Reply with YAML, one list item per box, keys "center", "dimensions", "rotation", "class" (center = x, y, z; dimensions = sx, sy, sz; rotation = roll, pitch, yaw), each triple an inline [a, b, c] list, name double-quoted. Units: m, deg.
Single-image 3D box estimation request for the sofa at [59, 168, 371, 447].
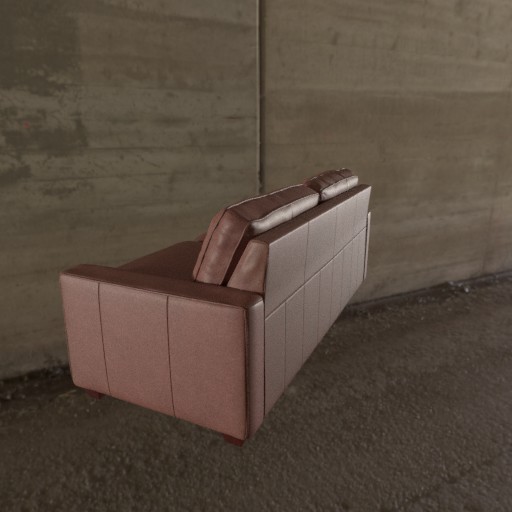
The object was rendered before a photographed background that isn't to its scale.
- center: [0.000, 0.000, 2.605]
  dimensions: [0.940, 0.919, 2.080]
  rotation: [8, 18, 24]
  class: "sofa"
